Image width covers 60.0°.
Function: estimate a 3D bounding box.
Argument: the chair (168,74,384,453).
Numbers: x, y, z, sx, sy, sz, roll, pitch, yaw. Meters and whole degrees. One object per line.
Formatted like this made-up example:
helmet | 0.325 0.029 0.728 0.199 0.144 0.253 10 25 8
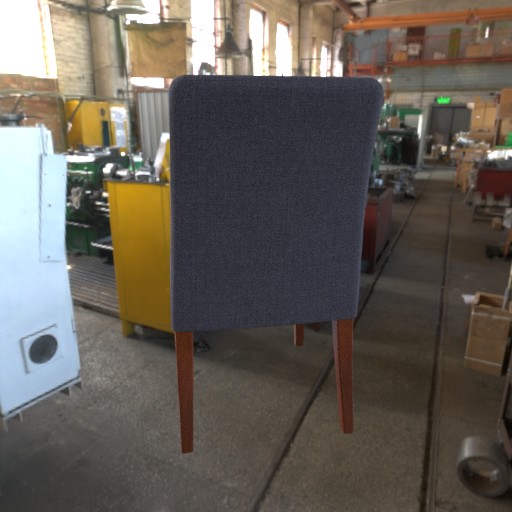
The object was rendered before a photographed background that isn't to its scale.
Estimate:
chair | 0.000 0.000 1.325 0.508 0.952 0.655 -3 18 -9
